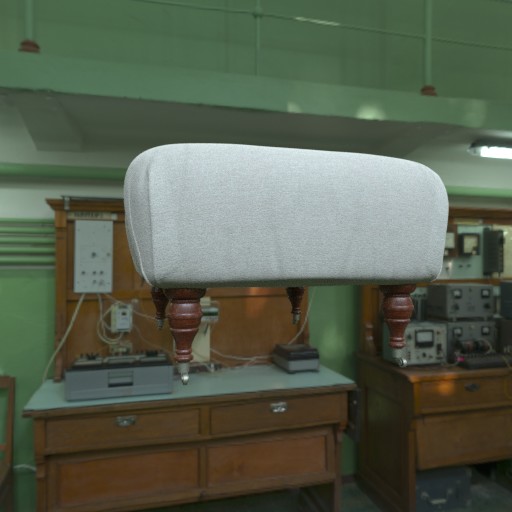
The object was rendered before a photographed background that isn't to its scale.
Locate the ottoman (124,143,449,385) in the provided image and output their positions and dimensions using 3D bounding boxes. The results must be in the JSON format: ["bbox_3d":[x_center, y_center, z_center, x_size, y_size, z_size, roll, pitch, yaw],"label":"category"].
[{"bbox_3d":[0.000,0.000,1.123,0.639,0.450,0.746,0,0,-16],"label":"ottoman"}]
